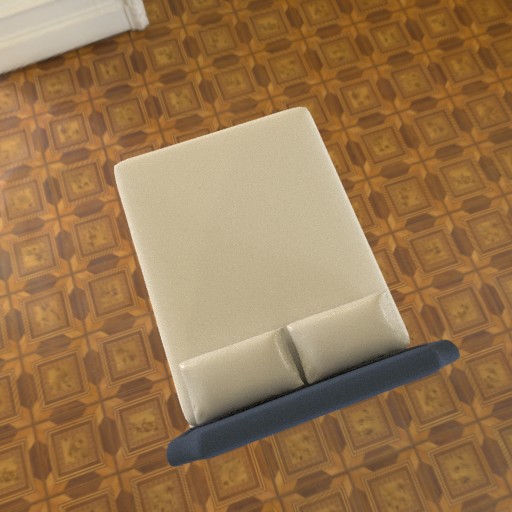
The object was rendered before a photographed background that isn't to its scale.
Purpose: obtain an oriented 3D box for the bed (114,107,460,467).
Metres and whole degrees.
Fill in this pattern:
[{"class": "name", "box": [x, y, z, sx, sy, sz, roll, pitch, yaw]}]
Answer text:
[{"class": "bed", "box": [0.000, 0.000, 3.261, 1.831, 1.297, 2.260, -19, 75, -5]}]
